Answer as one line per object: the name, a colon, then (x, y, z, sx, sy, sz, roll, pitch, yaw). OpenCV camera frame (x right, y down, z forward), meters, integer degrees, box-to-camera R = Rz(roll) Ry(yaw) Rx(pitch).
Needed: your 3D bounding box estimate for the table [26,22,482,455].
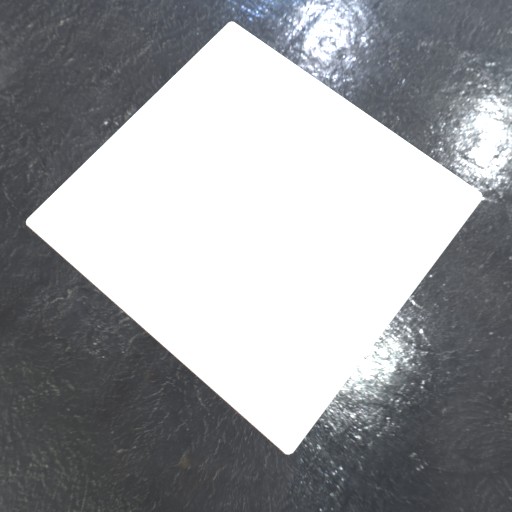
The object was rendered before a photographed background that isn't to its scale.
table: (0.000, 0.000, 0.967, 0.533, 0.563, 0.500, 39, 78, 10)
